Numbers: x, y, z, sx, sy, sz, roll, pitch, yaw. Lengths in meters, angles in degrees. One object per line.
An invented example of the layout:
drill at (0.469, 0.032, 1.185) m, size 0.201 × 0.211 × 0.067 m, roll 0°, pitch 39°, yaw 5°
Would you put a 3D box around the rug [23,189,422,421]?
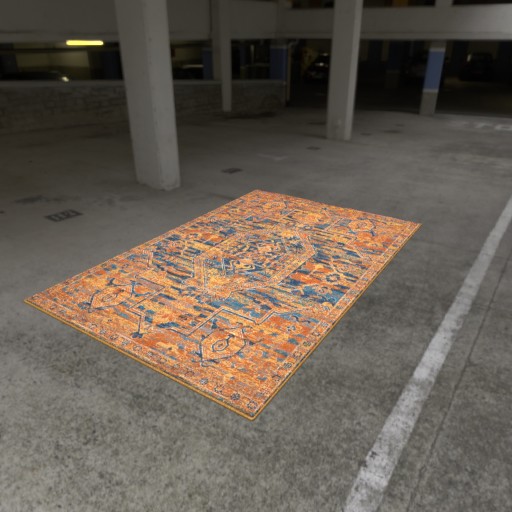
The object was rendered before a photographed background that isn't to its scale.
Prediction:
rug at (0.000, 0.000, 2.200) m, size 1.148 × 0.013 × 1.758 m, roll 17°, pitch 31°, yaw 30°
